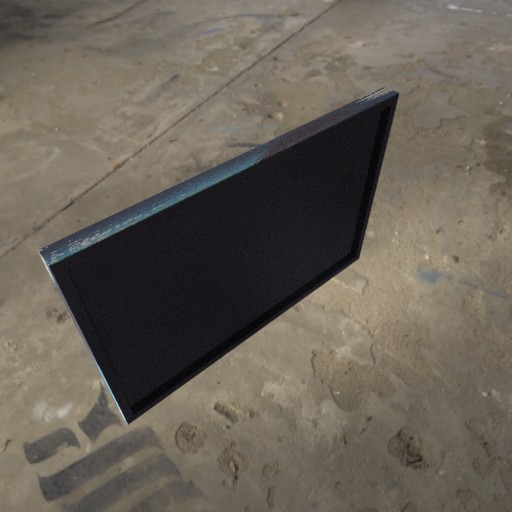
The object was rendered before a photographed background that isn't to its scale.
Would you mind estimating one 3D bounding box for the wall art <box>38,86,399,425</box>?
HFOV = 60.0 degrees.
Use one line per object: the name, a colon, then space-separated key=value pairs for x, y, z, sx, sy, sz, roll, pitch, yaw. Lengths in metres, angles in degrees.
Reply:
wall art: x=0.000 y=0.000 z=0.764 sx=0.609 sy=0.406 sz=0.033 roll=-32 pitch=54 yaw=-27
